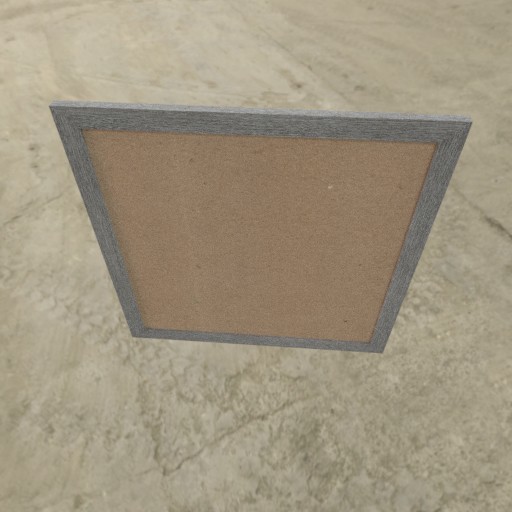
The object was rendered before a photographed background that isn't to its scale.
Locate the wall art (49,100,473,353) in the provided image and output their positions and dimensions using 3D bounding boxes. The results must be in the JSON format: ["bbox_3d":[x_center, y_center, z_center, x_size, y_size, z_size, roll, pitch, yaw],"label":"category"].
[{"bbox_3d":[0.000,0.000,0.968,0.685,0.685,0.020,3,46,3],"label":"wall art"}]
